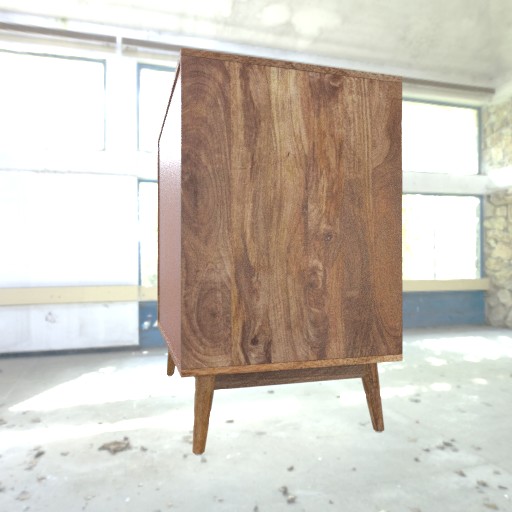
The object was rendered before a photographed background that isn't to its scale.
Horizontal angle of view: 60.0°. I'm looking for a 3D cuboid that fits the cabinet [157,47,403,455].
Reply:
[{"bbox_3d":[0.000,0.000,1.183,0.473,0.758,0.647,0,0,-16],"label":"cabinet"}]
